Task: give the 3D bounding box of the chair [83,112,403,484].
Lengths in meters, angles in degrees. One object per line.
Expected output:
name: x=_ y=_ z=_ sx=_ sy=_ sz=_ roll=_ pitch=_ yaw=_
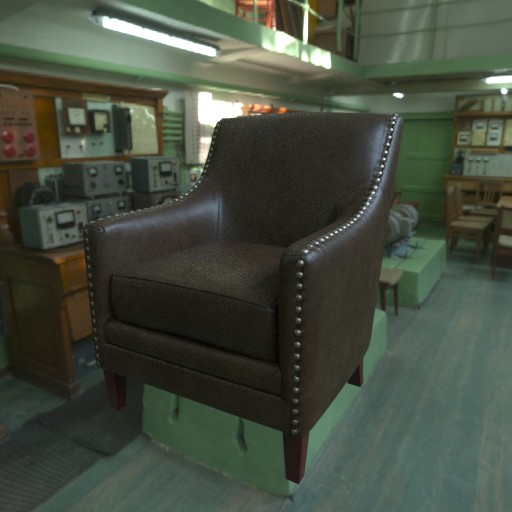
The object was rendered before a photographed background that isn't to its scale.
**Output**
chair: x=0.000 y=0.000 z=1.276 sx=0.639 sy=0.813 sz=0.704 roll=8 pitch=17 yaw=28
